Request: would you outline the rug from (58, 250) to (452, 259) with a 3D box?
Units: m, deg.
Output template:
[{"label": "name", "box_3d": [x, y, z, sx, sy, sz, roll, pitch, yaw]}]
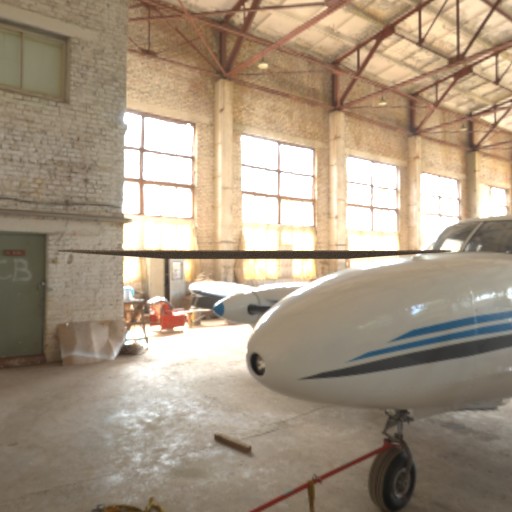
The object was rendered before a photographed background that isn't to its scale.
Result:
[{"label": "rug", "box_3d": [0.000, 0.000, 4.318, 2.437, 0.015, 3.205, 0, -1, 0]}]
